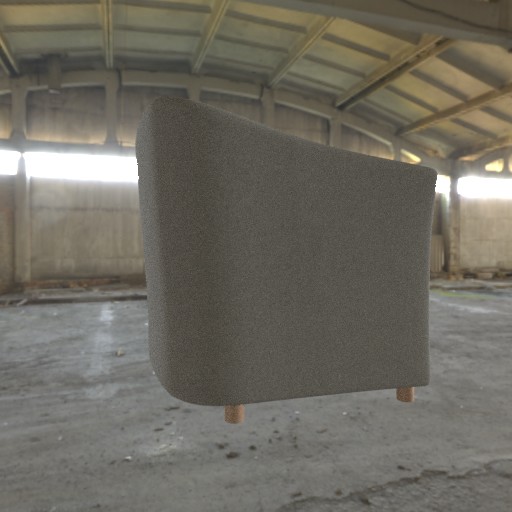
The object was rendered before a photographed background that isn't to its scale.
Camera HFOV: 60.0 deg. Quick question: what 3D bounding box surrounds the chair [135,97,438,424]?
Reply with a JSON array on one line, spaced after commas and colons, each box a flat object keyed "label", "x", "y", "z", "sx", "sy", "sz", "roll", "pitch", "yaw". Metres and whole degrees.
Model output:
[{"label": "chair", "x": 0.000, "y": 0.000, "z": 1.346, "sx": 0.700, "sy": 0.720, "sz": 0.790, "roll": 0, "pitch": 1, "yaw": -18}]
